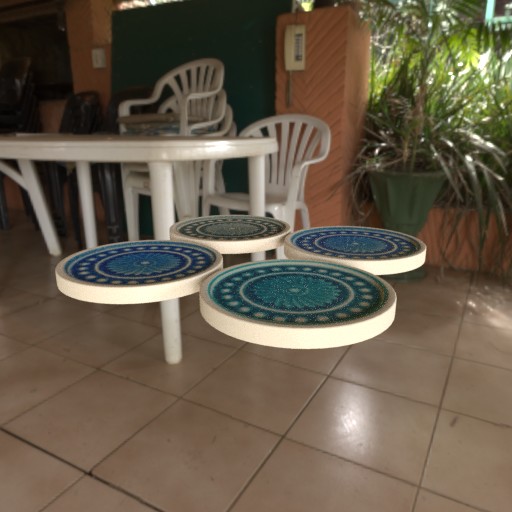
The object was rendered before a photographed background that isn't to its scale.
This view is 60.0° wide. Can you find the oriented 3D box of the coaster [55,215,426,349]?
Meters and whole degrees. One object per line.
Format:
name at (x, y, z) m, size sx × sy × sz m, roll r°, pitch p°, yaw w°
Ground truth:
coaster at (0.000, 0.000, 0.325) m, size 0.220 × 0.010 × 0.224 m, roll 8°, pitch 18°, yaw 27°
